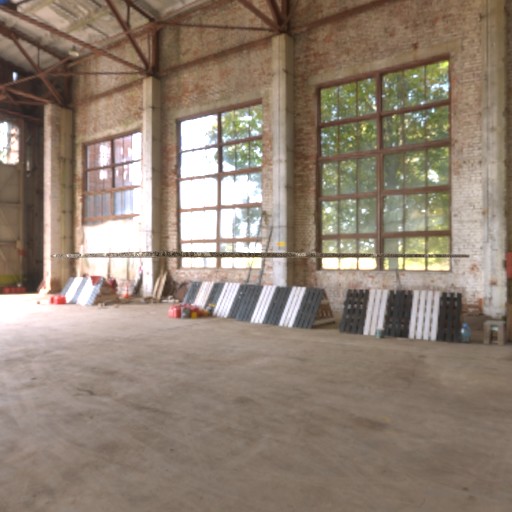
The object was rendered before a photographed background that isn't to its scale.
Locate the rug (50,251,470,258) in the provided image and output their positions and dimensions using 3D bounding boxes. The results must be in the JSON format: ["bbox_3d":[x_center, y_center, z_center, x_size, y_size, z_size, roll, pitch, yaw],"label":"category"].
[{"bbox_3d":[0.000,0.000,4.097,3.047,0.029,2.438,0,0,-36],"label":"rug"}]
